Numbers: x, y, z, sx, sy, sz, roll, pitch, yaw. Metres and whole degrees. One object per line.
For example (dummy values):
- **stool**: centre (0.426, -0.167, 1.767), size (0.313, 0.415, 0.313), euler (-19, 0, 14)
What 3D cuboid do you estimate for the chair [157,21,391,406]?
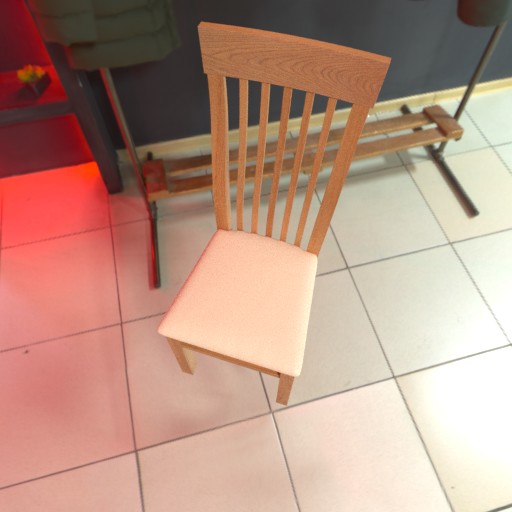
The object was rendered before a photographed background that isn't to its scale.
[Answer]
- **chair**: centre (0.000, 0.000, 1.326), size (0.450, 1.050, 0.580), euler (15, 60, 9)
